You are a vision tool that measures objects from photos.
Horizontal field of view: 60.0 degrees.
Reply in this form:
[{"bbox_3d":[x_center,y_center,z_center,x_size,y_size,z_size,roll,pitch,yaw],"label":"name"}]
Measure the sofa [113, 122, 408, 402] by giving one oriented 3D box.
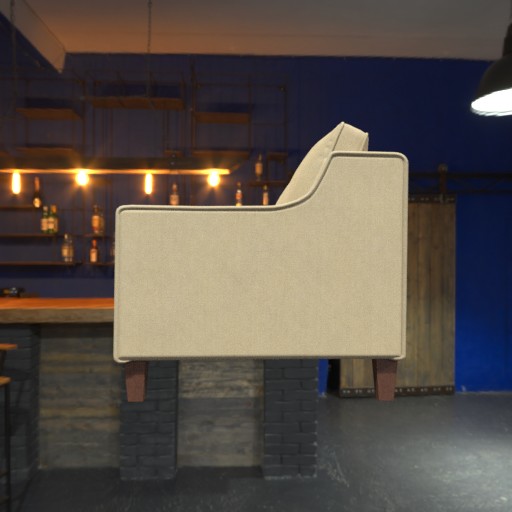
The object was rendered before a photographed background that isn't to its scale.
[{"bbox_3d":[0.000,0.000,2.200,0.987,0.971,1.501,0,0,-1],"label":"sofa"}]
